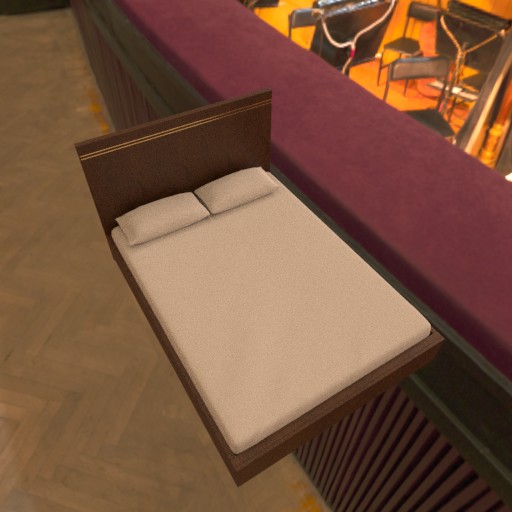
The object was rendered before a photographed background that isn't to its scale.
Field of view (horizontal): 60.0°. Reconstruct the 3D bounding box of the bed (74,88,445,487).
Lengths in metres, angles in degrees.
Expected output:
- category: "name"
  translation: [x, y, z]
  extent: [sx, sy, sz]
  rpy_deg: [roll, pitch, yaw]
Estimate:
- category: "bed"
  translation: [0.000, 0.000, 3.152]
  extent: [1.613, 1.169, 2.221]
  rpy_deg: [-24, 51, -21]
